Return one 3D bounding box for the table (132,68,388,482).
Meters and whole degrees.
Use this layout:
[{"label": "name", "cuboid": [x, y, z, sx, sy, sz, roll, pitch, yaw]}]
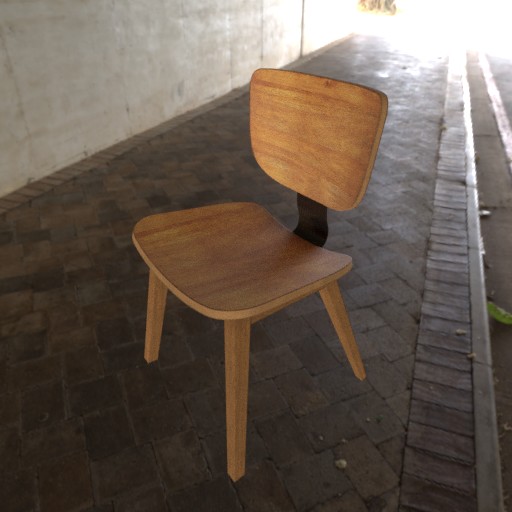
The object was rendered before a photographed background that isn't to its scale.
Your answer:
[{"label": "table", "cuboid": [0.000, 0.000, 1.111, 0.500, 0.805, 0.499, -21, 37, -30]}]
